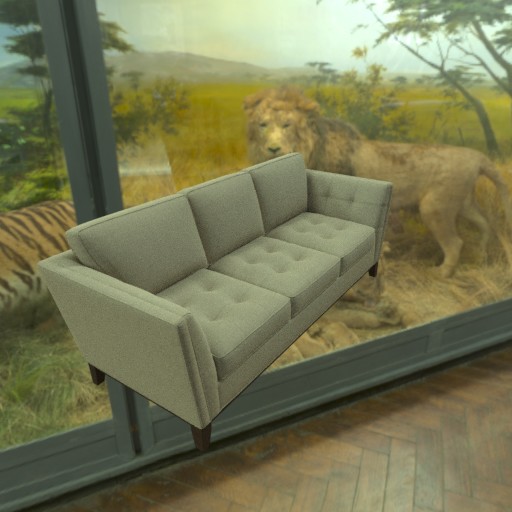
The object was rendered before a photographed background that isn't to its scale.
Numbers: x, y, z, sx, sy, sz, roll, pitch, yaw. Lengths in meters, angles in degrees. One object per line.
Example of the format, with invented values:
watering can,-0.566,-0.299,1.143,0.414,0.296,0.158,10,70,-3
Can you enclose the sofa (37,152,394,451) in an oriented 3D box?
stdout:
sofa,0.000,0.000,2.926,0.965,0.940,2.388,17,30,31
